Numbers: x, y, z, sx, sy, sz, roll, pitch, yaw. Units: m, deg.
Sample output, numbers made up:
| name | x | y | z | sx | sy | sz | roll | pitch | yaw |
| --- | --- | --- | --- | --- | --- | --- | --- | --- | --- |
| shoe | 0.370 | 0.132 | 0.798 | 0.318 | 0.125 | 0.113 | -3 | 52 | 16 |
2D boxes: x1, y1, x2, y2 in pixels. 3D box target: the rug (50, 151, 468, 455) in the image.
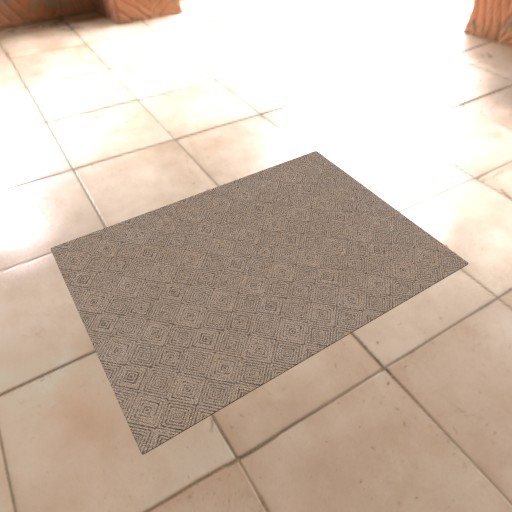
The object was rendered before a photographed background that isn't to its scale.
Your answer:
| name | x | y | z | sx | sy | sz | roll | pitch | yaw |
| --- | --- | --- | --- | --- | --- | --- | --- | --- | --- |
| rug | 0.000 | 0.000 | 2.904 | 2.238 | 0.008 | 1.593 | -24 | 50 | -22 |
